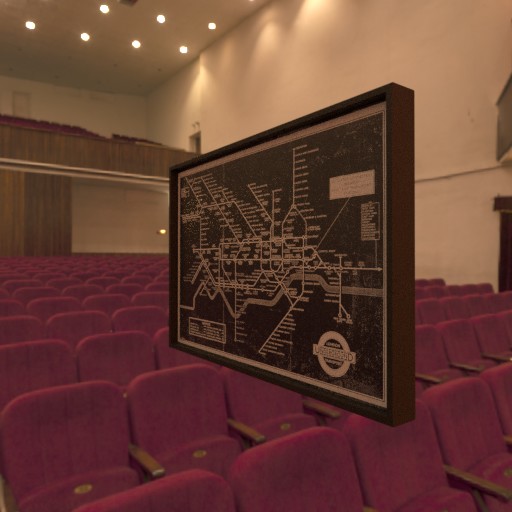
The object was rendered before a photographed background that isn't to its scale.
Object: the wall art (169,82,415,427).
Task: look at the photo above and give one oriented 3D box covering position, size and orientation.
[{"bbox_3d":[0.000,0.000,0.868,0.051,0.456,0.671,0,-1,-37],"label":"wall art"}]
